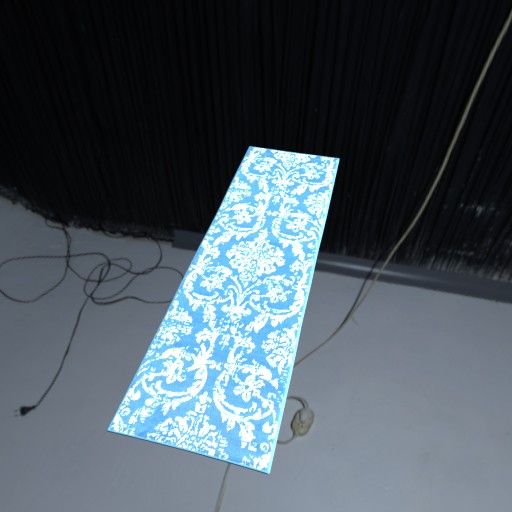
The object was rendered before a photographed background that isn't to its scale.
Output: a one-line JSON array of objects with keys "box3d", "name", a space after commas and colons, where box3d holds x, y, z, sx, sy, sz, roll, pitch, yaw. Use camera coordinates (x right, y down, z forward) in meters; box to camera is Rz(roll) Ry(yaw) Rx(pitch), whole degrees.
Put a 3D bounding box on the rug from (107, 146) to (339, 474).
[{"box3d": [0.000, 0.000, 2.450, 0.662, 0.011, 2.196, 10, 46, 10], "name": "rug"}]
